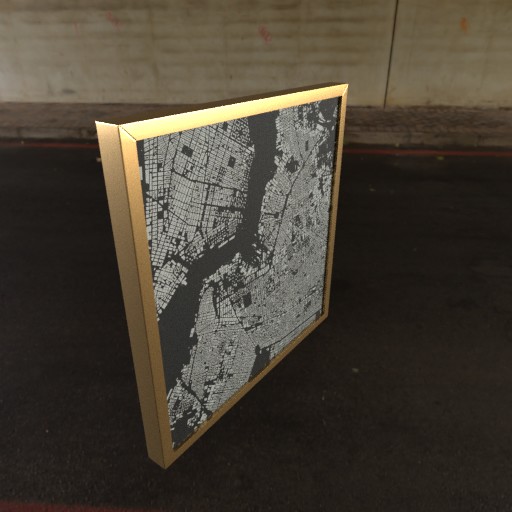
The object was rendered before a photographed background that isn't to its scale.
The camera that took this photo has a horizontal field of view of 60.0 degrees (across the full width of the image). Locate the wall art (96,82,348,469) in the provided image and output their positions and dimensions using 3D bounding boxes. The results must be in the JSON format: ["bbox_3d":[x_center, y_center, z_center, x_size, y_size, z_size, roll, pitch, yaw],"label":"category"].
[{"bbox_3d":[0.000,0.000,0.449,0.023,0.305,0.305,19,32,32],"label":"wall art"}]
